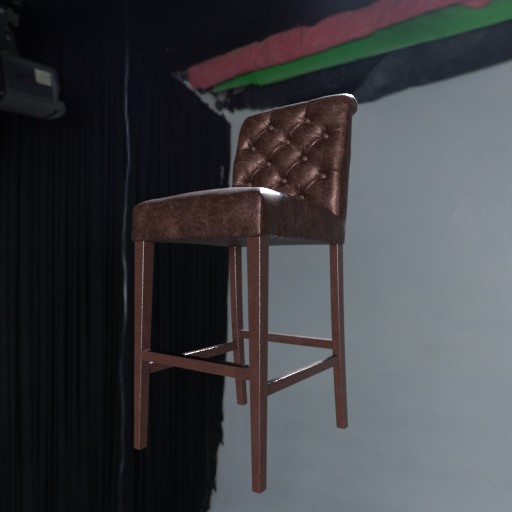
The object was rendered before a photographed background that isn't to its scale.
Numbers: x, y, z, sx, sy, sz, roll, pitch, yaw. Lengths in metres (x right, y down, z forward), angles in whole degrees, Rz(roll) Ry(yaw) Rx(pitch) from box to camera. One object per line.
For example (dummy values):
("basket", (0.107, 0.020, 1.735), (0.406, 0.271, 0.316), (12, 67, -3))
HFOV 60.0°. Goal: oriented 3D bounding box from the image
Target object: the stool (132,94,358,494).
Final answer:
("stool", (0.000, 0.000, 1.473), (0.483, 1.168, 0.659), (0, -1, 35))
